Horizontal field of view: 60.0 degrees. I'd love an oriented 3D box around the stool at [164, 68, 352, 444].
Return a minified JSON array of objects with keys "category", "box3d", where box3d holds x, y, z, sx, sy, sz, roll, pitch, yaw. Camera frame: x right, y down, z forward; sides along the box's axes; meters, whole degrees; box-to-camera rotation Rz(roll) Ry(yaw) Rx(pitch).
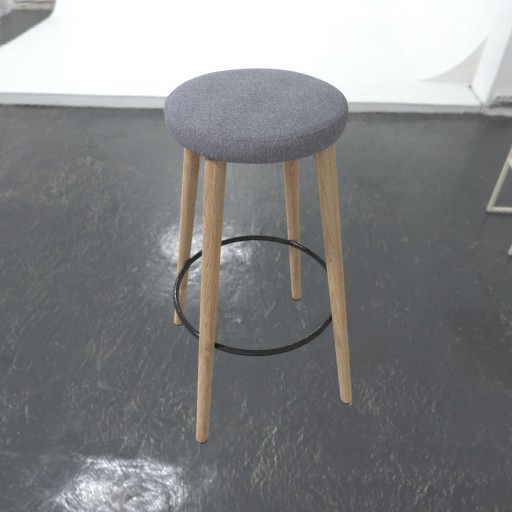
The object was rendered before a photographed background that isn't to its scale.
[{"category":"stool","box3d":[0.000,0.000,1.007,0.410,0.770,0.410,-11,42,-12]}]
